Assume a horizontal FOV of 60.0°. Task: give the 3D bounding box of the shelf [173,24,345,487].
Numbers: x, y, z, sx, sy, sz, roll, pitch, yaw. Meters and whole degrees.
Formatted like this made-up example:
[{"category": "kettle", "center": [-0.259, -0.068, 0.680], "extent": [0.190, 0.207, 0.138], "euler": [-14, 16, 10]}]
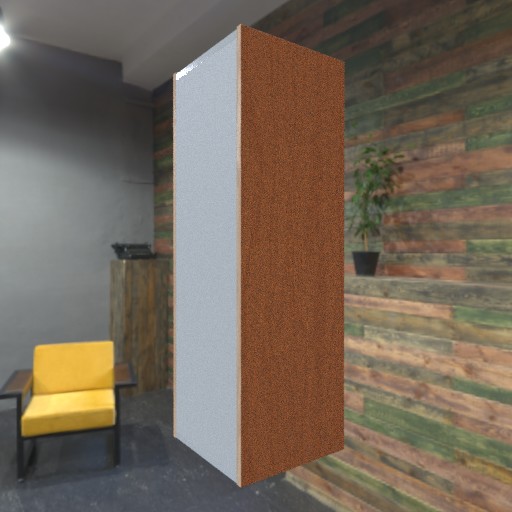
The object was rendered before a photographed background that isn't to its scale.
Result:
[{"category": "shelf", "center": [0.000, 0.000, 1.066], "extent": [0.290, 0.900, 0.300], "euler": [0, 0, -36]}]
